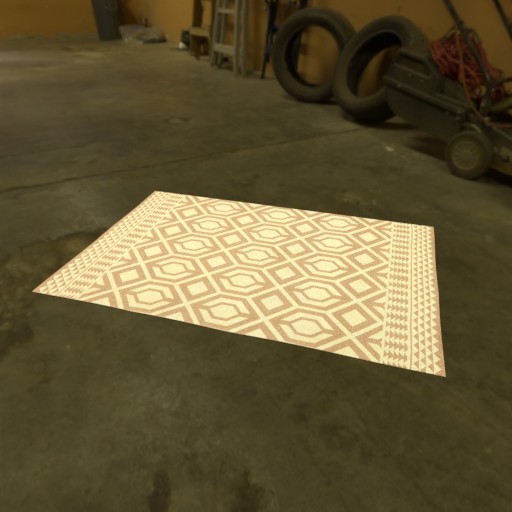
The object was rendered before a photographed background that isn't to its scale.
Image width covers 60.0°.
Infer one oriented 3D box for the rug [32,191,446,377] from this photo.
[{"bbox_3d":[0.000,0.000,2.355,1.829,0.008,1.219,9,33,14],"label":"rug"}]
